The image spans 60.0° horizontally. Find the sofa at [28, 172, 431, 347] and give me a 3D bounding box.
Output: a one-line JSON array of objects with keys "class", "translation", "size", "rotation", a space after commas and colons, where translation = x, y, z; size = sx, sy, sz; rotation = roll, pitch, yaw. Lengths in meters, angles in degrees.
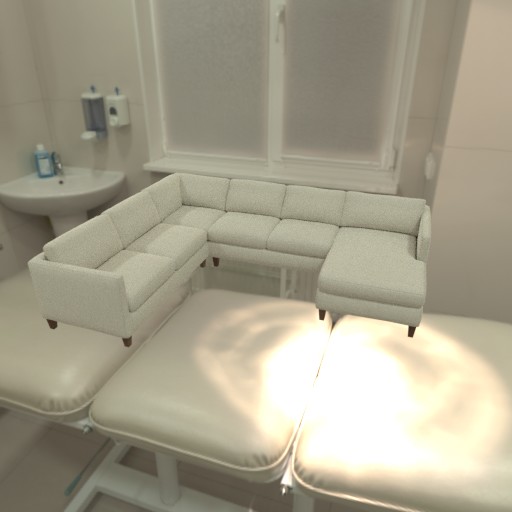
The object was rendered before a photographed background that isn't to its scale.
[{"class": "sofa", "translation": [0.000, 0.000, 4.415], "size": [3.238, 0.853, 2.551], "rotation": [9, 28, 17]}]
